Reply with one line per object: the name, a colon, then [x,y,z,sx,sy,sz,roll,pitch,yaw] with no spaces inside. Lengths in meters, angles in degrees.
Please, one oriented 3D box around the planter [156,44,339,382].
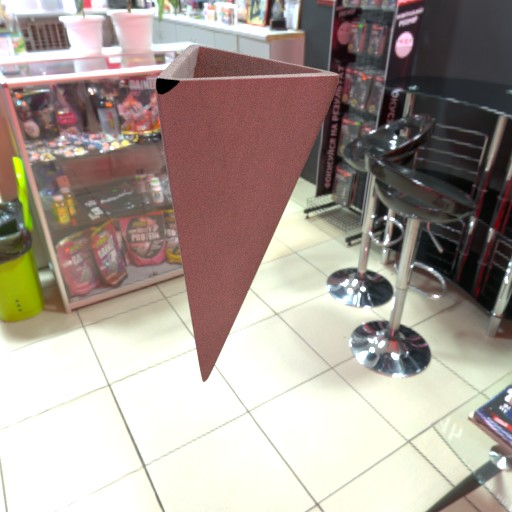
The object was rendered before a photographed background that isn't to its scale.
planter: [0.000,0.000,0.157,0.047,0.130,0.058,0,33,1]
